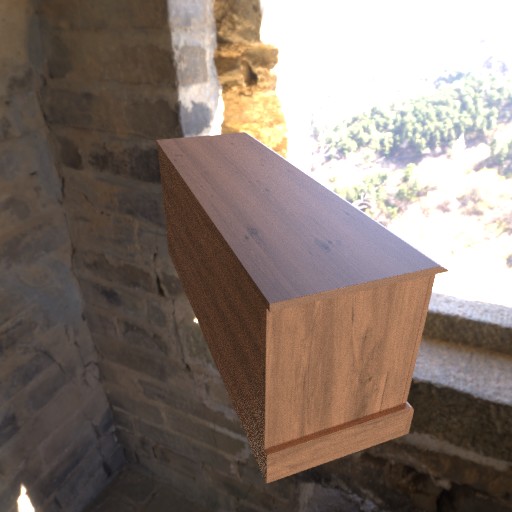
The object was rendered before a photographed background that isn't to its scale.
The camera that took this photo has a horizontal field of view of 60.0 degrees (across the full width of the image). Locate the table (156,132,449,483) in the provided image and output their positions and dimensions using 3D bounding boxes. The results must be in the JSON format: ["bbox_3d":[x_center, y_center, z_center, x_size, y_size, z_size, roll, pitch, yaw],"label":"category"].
[{"bbox_3d":[0.000,0.000,1.460,0.400,0.510,1.200,-10,31,-18],"label":"table"}]
